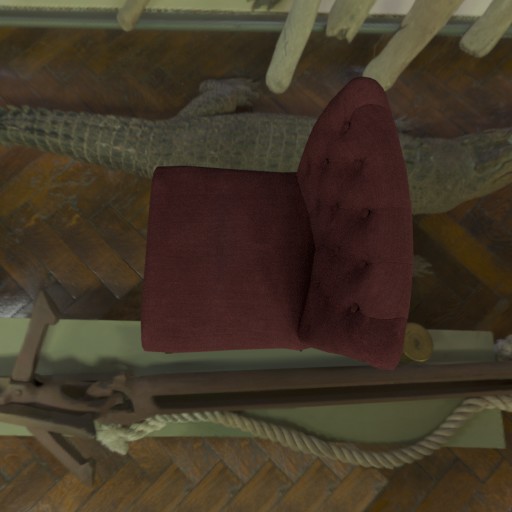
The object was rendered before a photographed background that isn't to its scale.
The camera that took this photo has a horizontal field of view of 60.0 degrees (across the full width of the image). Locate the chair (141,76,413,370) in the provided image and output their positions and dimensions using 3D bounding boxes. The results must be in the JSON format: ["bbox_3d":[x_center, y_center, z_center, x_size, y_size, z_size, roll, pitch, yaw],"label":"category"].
[{"bbox_3d":[0.000,0.000,1.184,0.605,0.750,0.582,1,76,0],"label":"chair"}]
